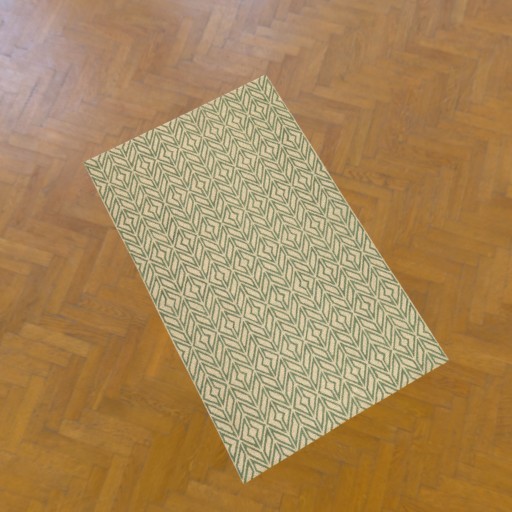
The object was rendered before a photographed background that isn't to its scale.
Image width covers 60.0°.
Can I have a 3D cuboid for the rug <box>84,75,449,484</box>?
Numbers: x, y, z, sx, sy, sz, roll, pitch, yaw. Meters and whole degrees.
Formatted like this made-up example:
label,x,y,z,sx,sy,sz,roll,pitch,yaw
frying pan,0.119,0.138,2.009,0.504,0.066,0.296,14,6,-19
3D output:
label,x,y,z,sx,sy,sz,roll,pitch,yaw
rug,0.000,0.000,3.045,1.517,0.011,2.435,-28,78,-7
